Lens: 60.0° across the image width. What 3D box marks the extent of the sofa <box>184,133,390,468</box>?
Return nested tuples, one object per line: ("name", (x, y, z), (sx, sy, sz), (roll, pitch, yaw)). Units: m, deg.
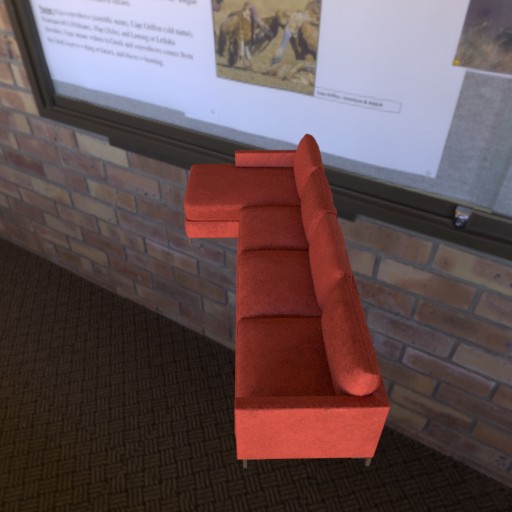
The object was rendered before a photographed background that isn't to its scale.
("sofa", (0.000, 0.000, 4.009), (1.500, 0.967, 3.400), (-1, 39, -1))
